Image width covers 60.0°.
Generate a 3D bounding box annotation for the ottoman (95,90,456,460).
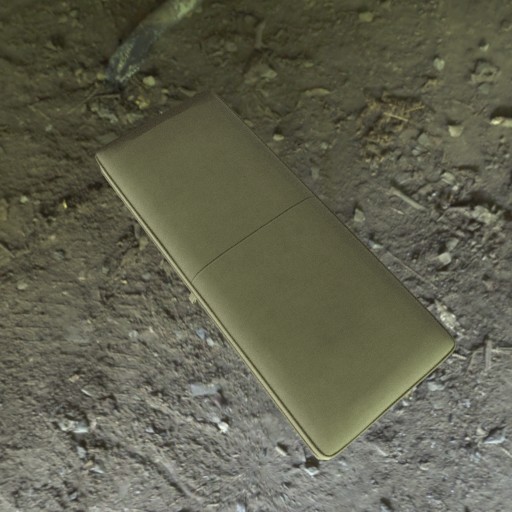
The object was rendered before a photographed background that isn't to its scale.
[{"bbox_3d":[0.000,0.000,2.076,0.735,0.460,1.726,-35,70,-15],"label":"ottoman"}]
